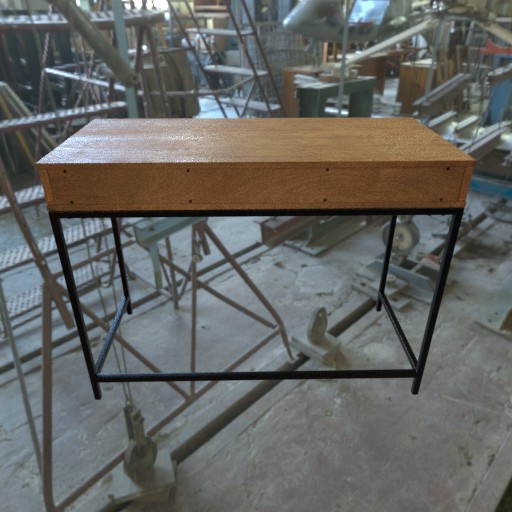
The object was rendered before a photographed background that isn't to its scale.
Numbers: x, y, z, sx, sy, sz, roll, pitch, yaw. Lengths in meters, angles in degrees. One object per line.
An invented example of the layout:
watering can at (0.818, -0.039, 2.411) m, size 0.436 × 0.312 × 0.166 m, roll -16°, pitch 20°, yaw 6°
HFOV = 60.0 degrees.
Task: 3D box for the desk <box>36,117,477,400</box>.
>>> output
desk at (0.000, 0.000, 1.411) m, size 1.016 × 0.762 × 0.470 m, roll -1°, pitch 29°, yaw -1°
